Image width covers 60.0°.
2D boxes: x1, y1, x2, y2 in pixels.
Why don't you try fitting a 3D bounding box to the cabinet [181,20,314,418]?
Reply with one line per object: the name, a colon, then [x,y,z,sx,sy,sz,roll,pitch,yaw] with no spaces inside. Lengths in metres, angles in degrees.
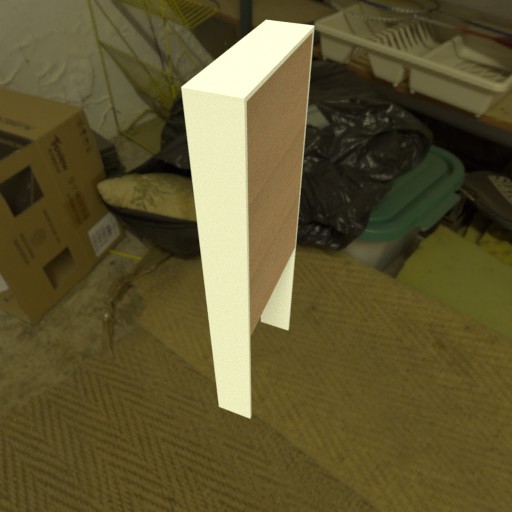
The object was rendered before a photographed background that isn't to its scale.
cabinet: [0.000,0.000,2.003,0.192,1.770,0.643,15,46,16]
